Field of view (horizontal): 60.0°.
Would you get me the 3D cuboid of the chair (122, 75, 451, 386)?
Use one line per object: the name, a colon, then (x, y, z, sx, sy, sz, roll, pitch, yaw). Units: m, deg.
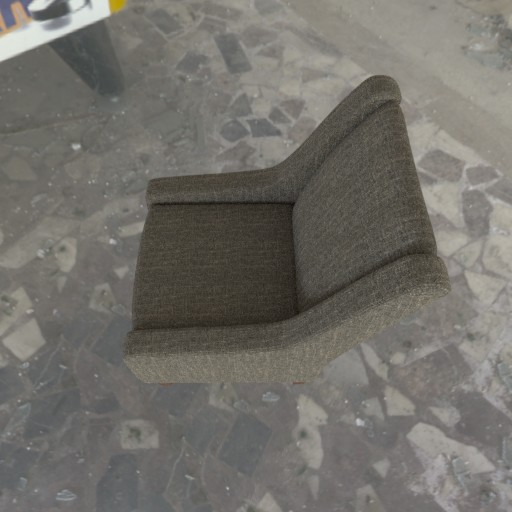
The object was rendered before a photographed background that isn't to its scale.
chair: (0.000, 0.000, 1.673, 0.944, 1.012, 0.793, -1, 59, 0)
